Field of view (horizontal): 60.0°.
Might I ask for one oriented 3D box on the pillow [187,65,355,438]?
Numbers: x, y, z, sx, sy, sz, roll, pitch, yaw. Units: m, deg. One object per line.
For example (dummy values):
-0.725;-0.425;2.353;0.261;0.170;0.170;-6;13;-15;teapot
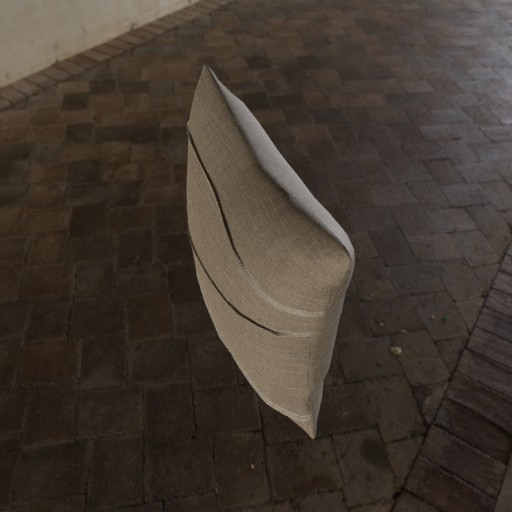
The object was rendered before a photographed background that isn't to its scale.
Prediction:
0.000;0.000;0.651;0.169;0.400;0.424;-17;50;-15;pillow
